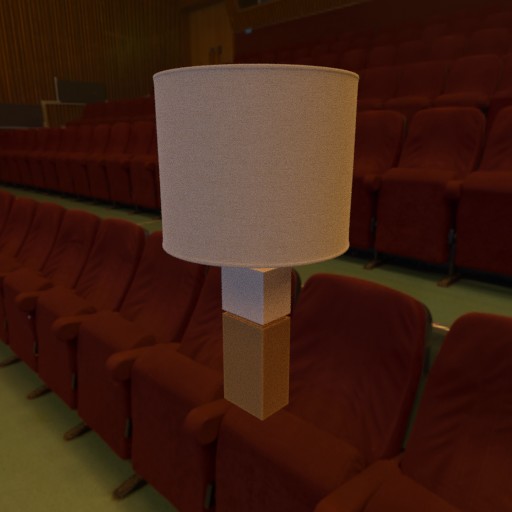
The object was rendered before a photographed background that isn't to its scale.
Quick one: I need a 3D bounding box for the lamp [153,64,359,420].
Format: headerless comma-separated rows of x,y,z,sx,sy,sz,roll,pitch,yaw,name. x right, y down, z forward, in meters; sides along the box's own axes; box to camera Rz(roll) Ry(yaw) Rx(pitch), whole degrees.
0.000,0.000,0.559,0.229,0.417,0.229,14,21,42,lamp
